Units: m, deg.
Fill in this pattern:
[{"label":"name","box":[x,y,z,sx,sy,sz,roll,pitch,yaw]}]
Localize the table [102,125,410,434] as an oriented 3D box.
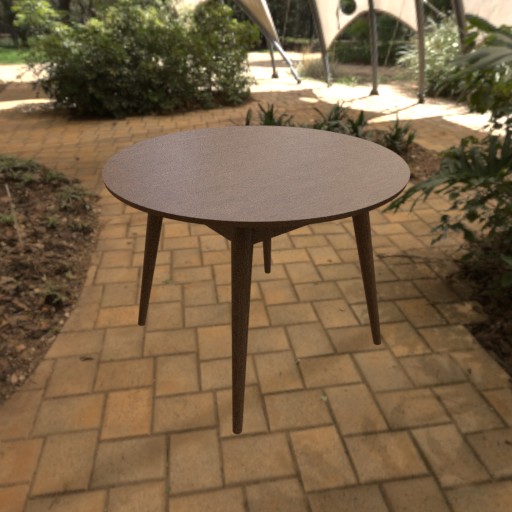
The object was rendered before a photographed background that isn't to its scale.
[{"label":"table","box":[0.000,0.000,1.771,1.053,0.786,1.053,0,29,0]}]
